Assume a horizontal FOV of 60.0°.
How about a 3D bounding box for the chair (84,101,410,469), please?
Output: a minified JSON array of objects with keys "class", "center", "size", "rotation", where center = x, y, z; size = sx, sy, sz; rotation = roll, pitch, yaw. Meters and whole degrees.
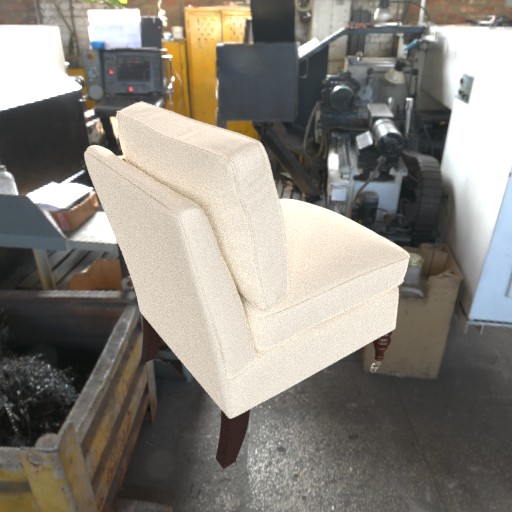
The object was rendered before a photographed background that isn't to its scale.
[{"class":"chair","center":[0.000,0.000,1.382],"size":[0.781,0.887,0.630],"rotation":[-18,33,-31]}]
